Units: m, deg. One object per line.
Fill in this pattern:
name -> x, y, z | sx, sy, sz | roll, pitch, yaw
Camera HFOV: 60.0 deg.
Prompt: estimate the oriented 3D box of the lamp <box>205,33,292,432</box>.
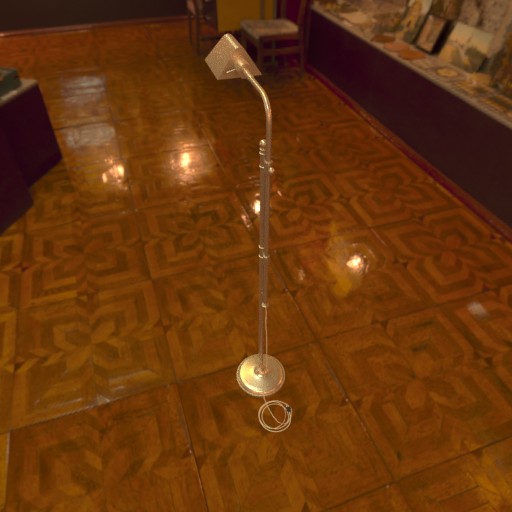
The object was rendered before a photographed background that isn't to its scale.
lamp -> 0.000, 0.000, 1.889 | 0.256, 1.571, 0.813 | -12, 44, -12
